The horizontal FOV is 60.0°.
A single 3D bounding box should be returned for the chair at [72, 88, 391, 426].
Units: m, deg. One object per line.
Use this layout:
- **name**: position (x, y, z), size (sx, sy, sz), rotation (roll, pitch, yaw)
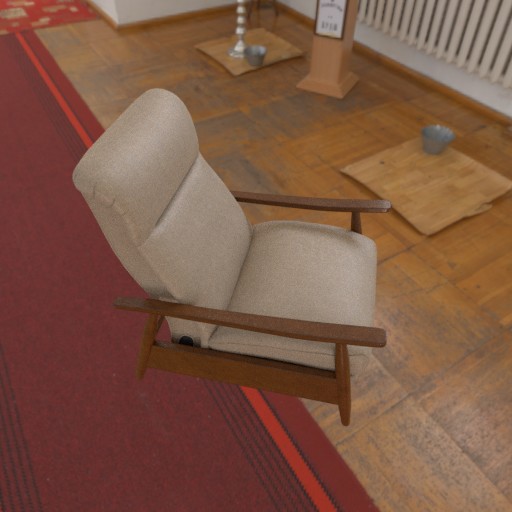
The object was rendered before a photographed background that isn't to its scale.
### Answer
- **chair**: position (0.000, 0.000, 1.808), size (1.030, 1.082, 0.762), rotation (9, 45, 9)
